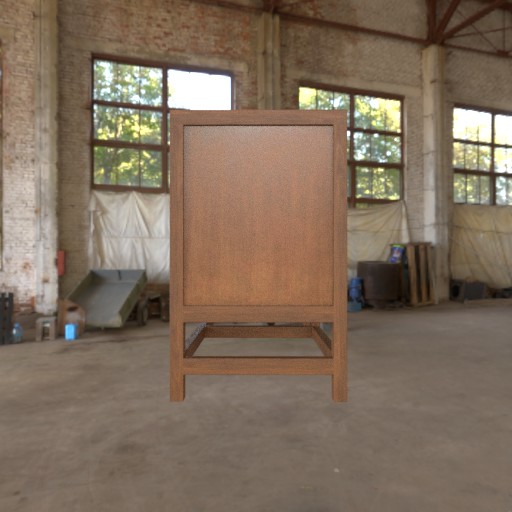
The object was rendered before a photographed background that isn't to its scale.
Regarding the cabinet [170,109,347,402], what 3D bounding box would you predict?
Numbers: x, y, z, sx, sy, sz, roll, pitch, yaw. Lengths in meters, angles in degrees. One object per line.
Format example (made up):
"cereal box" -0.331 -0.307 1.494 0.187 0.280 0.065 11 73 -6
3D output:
"cabinet" 0.000 0.000 2.097 0.522 0.820 1.708 0 0 0
